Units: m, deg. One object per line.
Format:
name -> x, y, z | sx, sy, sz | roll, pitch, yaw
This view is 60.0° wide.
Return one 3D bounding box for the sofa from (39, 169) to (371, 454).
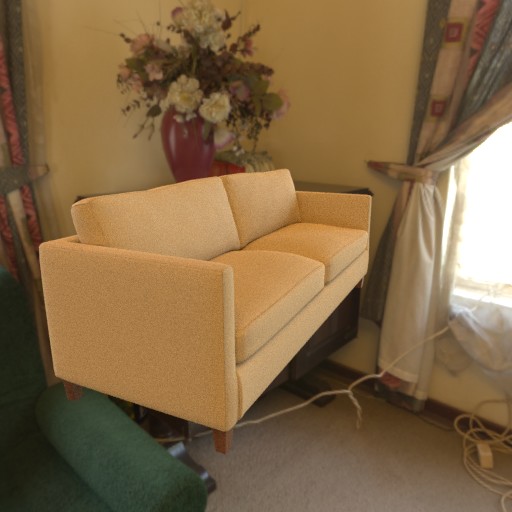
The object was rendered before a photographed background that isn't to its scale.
sofa -> 0.000, 0.000, 2.763 | 0.951, 0.968, 2.361 | 7, 16, 25
